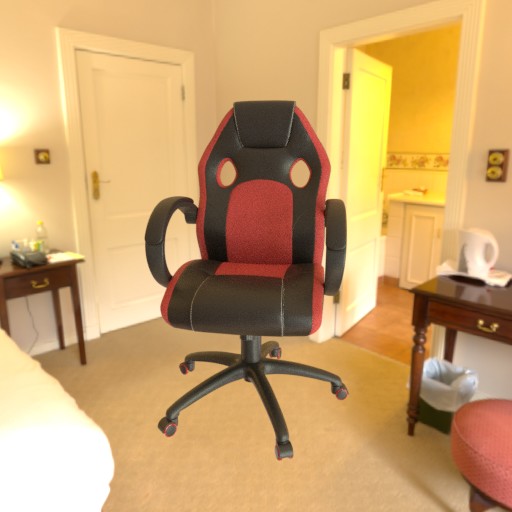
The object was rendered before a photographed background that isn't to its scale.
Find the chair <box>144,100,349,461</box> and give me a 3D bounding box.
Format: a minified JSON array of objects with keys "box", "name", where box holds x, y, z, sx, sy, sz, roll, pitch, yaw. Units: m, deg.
[{"box":[0.000,0.000,1.684,0.750,1.189,0.783,2,14,8],"name":"chair"}]
